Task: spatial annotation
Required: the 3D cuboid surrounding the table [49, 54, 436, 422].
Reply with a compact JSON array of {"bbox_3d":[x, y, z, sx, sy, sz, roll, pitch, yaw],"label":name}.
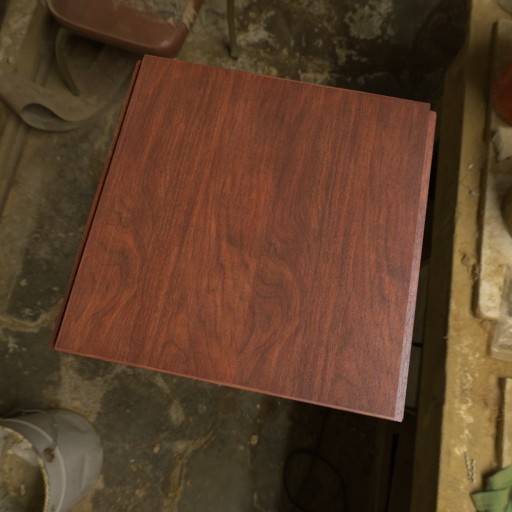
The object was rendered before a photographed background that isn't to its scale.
[{"bbox_3d":[0.000,0.000,1.466,0.843,0.763,0.812,11,76,3],"label":"table"}]
